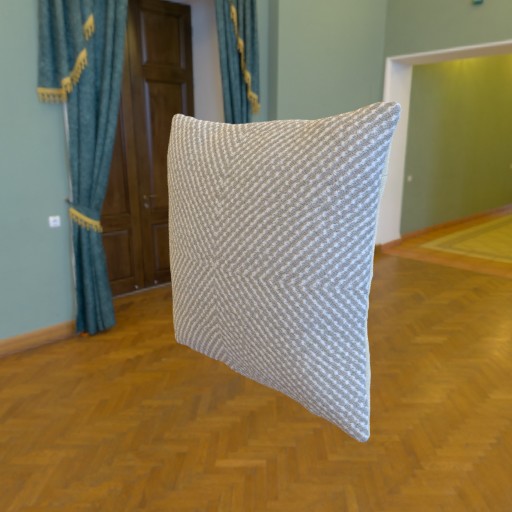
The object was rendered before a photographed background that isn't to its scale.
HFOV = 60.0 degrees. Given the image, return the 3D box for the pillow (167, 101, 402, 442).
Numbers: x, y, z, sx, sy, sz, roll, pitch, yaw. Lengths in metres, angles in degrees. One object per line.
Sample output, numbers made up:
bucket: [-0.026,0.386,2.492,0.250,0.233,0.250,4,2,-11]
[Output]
pillow: [0.000,0.000,0.723,0.181,0.458,0.459,-15,21,-43]
